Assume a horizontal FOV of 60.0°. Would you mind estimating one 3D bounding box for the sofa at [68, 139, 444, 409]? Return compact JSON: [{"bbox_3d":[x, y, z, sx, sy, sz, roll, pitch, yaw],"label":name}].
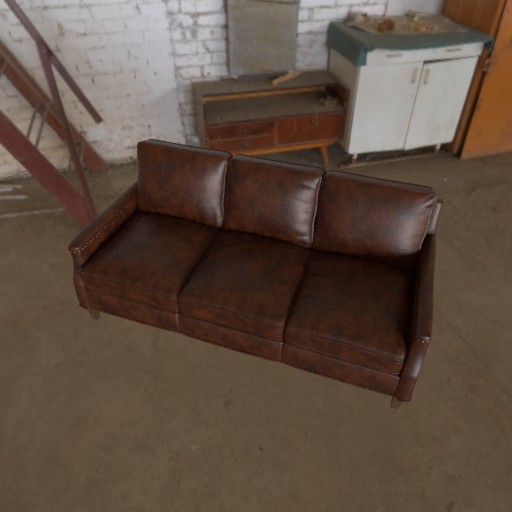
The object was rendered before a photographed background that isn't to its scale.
[{"bbox_3d":[0.000,0.000,2.938,2.240,1.003,1.084,13,43,15],"label":"sofa"}]
